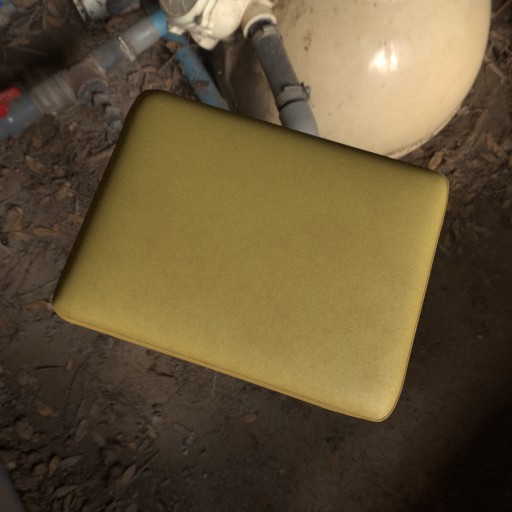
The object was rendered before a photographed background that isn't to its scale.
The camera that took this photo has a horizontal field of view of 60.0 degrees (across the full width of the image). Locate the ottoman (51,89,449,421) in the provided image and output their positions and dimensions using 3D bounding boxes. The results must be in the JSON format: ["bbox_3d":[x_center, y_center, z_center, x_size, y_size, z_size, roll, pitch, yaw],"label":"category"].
[{"bbox_3d":[0.000,0.000,1.165,0.811,0.449,0.608,18,78,4],"label":"ottoman"}]
